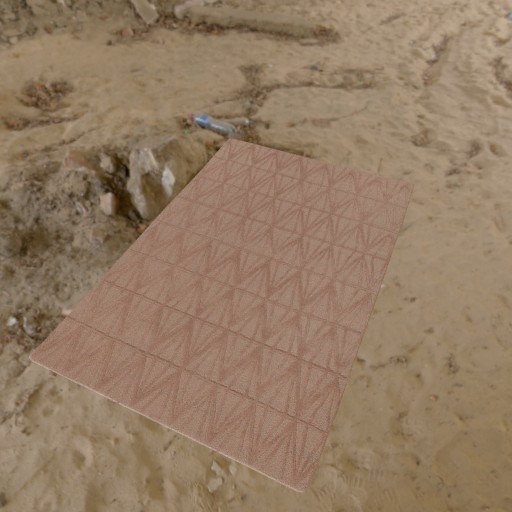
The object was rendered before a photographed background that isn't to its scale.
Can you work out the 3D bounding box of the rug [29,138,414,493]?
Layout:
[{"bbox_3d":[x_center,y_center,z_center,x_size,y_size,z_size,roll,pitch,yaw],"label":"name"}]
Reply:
[{"bbox_3d":[0.000,0.000,2.216,1.230,0.025,1.837,19,49,17],"label":"rug"}]
